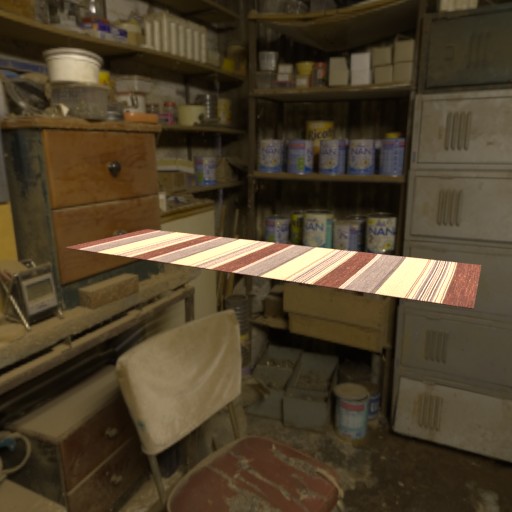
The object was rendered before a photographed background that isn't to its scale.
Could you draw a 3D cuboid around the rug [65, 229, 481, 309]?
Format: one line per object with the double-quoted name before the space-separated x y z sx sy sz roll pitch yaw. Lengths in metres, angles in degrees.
"rug" 0.000 0.000 2.704 2.437 0.006 0.792 7 15 27
